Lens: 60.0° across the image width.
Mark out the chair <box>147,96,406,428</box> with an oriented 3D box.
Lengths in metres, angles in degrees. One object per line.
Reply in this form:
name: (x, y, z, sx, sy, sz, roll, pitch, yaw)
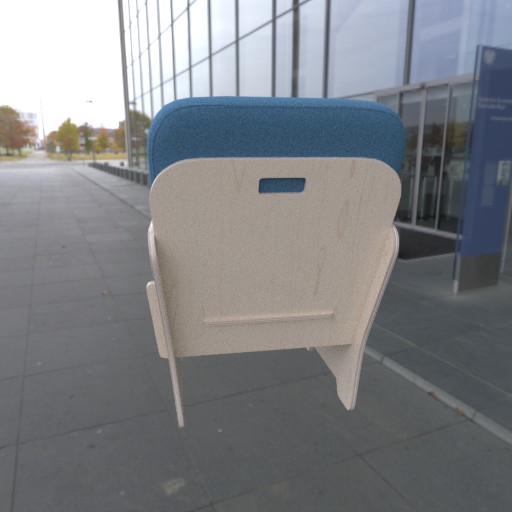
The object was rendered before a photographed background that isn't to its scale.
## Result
chair: (0.000, 0.000, 1.192, 0.547, 0.747, 0.657, -2, 13, -10)
